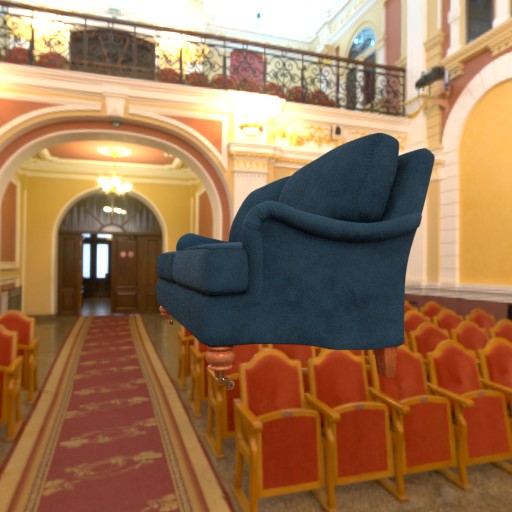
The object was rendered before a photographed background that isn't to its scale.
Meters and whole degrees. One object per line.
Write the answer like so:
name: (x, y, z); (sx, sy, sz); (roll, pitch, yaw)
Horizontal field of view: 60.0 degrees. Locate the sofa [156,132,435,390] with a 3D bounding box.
sofa: (0.000, 0.000, 2.820); (1.084, 1.101, 2.141); (0, -1, -18)
